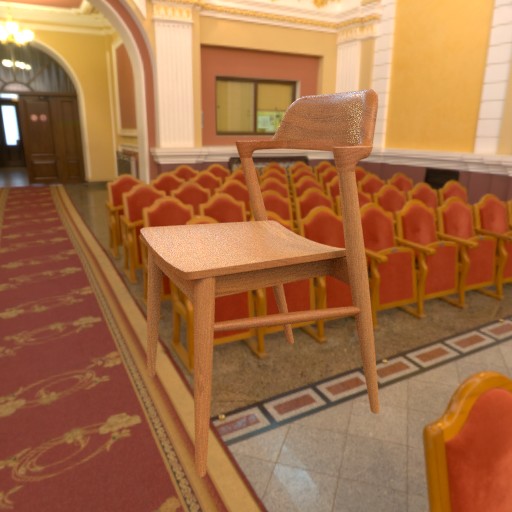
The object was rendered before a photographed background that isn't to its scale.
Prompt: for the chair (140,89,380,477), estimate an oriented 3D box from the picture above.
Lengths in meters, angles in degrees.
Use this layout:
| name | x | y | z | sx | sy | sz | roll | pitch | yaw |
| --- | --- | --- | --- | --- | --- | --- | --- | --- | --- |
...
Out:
| name | x | y | z | sx | sy | sz | roll | pitch | yaw |
| --- | --- | --- | --- | --- | --- | --- | --- | --- | --- |
| chair | 0.000 | 0.000 | 1.119 | 0.499 | 0.792 | 0.512 | -8 | 18 | -25 |
